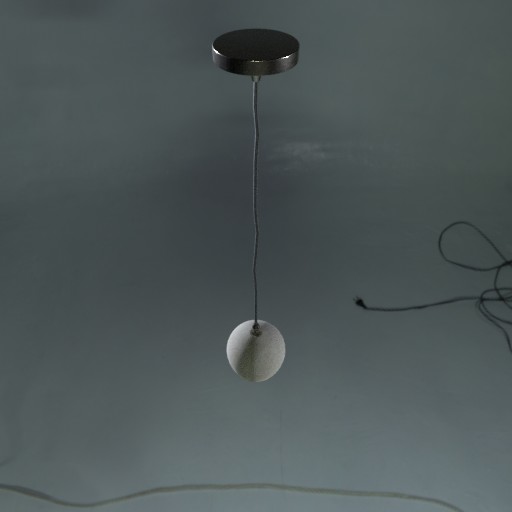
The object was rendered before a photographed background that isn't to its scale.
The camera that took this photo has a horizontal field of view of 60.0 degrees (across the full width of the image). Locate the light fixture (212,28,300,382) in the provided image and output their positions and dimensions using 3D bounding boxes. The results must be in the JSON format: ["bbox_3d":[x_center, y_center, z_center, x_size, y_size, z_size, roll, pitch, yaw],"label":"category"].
[{"bbox_3d":[0.000,0.000,0.832,0.139,0.764,0.139,-3,45,-3],"label":"light fixture"}]
